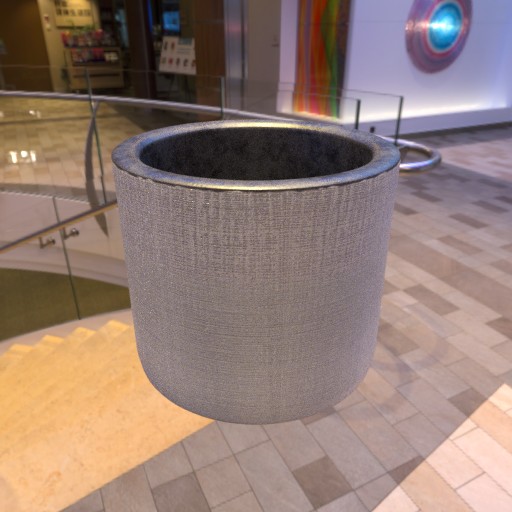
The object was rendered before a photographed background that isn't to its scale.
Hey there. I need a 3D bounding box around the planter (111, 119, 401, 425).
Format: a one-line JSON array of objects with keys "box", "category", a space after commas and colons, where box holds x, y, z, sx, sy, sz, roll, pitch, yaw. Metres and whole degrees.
[{"box": [0.000, 0.000, 0.220, 0.125, 0.112, 0.125, 0, 27, 0], "category": "planter"}]
